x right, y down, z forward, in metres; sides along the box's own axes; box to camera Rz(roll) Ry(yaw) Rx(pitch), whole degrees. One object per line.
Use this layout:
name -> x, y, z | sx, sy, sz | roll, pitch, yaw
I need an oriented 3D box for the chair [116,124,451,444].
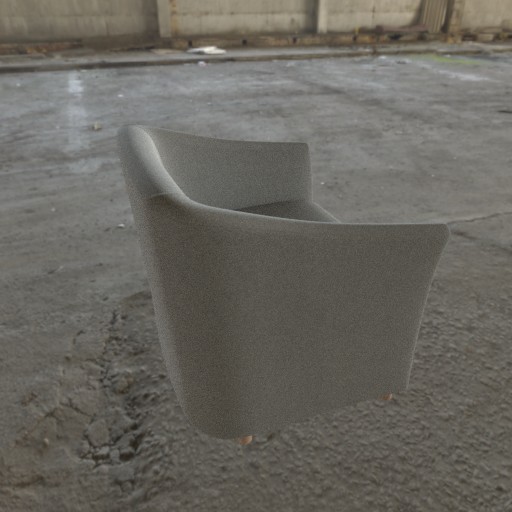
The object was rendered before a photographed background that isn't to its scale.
chair -> 0.000, 0.000, 1.345 | 0.700, 0.720, 0.790 | -10, 31, -17
